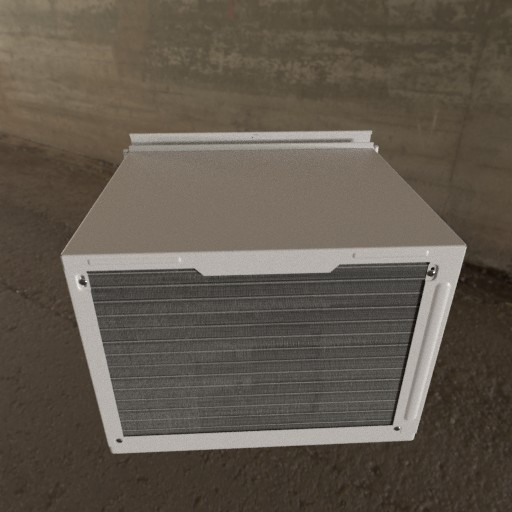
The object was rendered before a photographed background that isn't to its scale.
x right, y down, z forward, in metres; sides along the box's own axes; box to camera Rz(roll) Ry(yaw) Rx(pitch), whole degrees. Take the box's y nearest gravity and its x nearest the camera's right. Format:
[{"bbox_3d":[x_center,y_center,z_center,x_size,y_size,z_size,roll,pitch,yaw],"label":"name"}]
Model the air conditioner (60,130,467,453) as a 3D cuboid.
[{"bbox_3d":[0.000,0.000,0.838,0.503,0.388,0.546,-1,30,-3],"label":"air conditioner"}]
